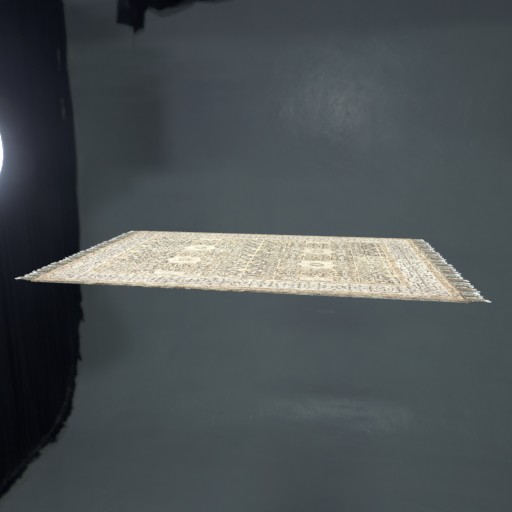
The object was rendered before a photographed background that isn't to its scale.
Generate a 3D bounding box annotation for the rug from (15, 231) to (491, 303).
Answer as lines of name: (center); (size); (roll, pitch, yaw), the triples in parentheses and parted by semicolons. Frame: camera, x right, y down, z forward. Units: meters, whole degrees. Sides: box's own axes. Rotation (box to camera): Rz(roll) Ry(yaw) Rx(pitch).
rug: (0.000, 0.000, 2.445); (2.029, 0.010, 1.237); (2, 14, 9)
